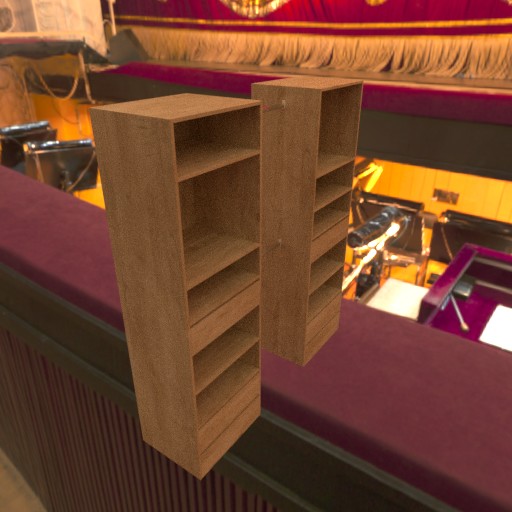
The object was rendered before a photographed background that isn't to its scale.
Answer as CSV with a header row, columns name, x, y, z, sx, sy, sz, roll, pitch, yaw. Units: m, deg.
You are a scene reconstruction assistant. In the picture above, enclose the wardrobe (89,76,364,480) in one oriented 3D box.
name,x,y,z,sx,sy,sz,roll,pitch,yaw
wardrobe,0.000,0.000,2.848,0.480,2.000,1.770,18,32,31
